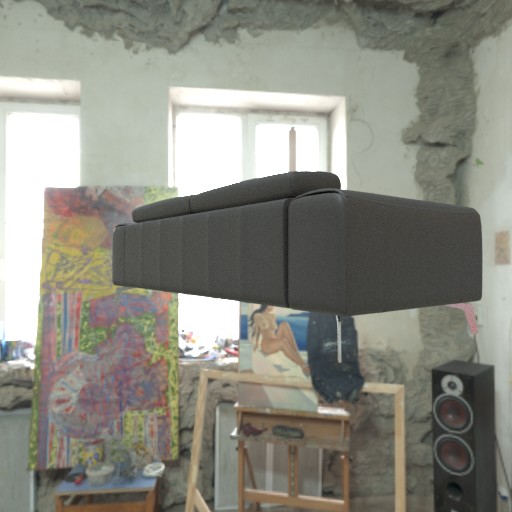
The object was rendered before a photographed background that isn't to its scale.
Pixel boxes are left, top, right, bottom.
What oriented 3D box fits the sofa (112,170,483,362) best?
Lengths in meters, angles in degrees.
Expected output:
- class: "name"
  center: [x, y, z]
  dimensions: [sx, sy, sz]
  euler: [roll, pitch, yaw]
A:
- class: "sofa"
  center: [0.000, 0.000, 2.752]
  dimensions: [1.023, 0.759, 2.321]
  euler: [0, 0, -37]
